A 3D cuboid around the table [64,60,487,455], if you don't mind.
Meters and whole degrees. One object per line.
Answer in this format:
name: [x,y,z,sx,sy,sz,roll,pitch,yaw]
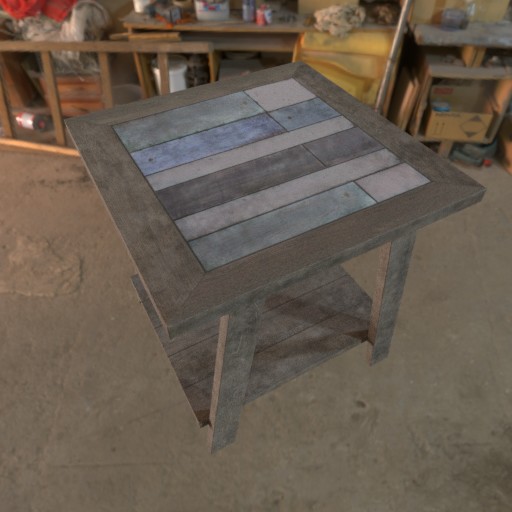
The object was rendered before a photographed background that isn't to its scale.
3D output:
table: [0.000,0.000,1.097,0.610,0.610,0.610,-22,51,-19]
